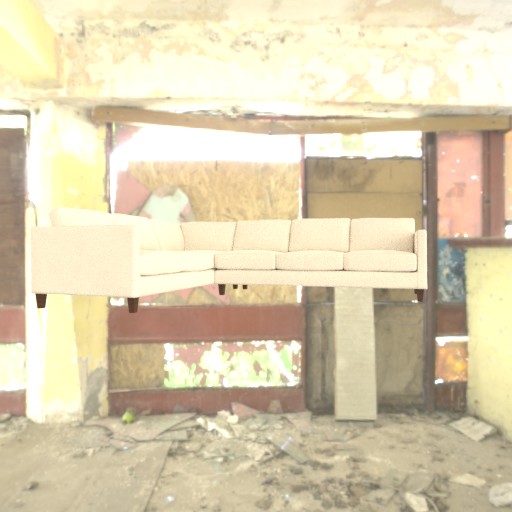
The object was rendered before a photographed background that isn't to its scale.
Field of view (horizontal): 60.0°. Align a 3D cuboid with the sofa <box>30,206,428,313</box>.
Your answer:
[{"bbox_3d":[0.000,0.000,4.346,3.182,0.863,2.432,0,1,18],"label":"sofa"}]
